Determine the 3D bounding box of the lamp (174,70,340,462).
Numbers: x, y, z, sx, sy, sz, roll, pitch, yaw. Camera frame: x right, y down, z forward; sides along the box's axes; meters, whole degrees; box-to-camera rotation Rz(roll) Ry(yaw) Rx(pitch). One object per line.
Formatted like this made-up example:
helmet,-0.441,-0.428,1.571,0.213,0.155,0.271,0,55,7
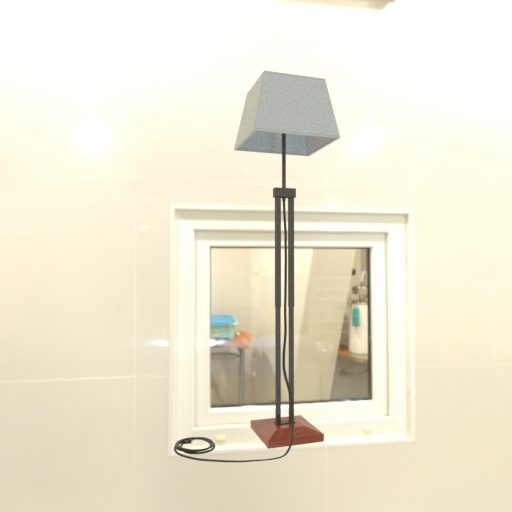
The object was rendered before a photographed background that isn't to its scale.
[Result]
lamp,0.000,0.000,2.056,0.745,1.712,0.472,0,-2,-17
